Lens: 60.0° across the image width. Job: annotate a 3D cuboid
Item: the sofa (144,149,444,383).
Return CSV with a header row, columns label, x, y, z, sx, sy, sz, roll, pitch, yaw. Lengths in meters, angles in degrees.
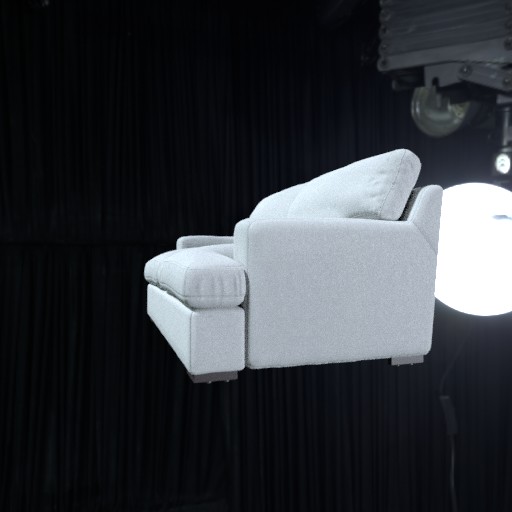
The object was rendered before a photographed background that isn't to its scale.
label,x,y,z,sx,sy,sz,roll,pitch,yaw
sofa,0.000,0.000,2.595,1.143,0.940,1.880,0,0,-18
